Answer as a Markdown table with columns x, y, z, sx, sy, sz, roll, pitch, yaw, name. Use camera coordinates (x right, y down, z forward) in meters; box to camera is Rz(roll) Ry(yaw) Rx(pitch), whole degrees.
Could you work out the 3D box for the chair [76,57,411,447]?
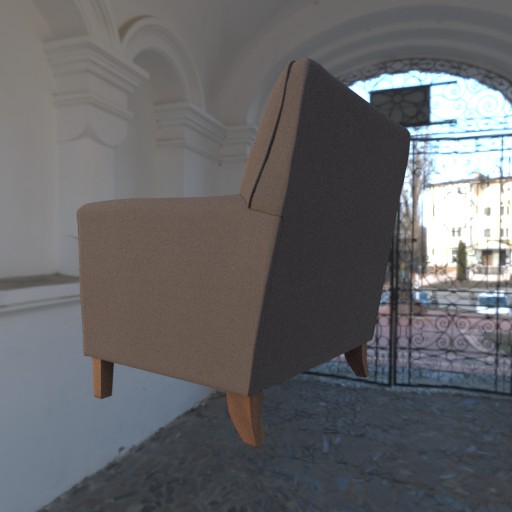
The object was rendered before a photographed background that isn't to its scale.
| x | y | z | sx | sy | sz | roll | pitch | yaw | name |
| --- | --- | --- | --- | --- | --- | --- | --- | --- | --- |
| 0.000 | 0.000 | 1.523 | 0.831 | 0.911 | 0.836 | 1 | 1 | 35 | chair |
